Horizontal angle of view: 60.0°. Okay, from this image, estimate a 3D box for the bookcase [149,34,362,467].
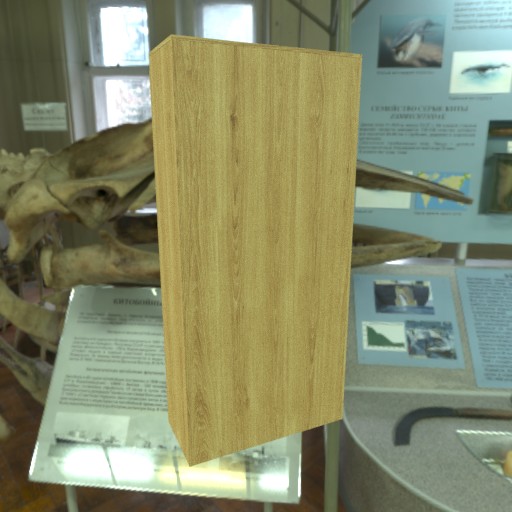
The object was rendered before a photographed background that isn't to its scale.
[{"bbox_3d":[0.000,0.000,2.394,0.950,2.020,0.420,-7,16,-25],"label":"bookcase"}]
